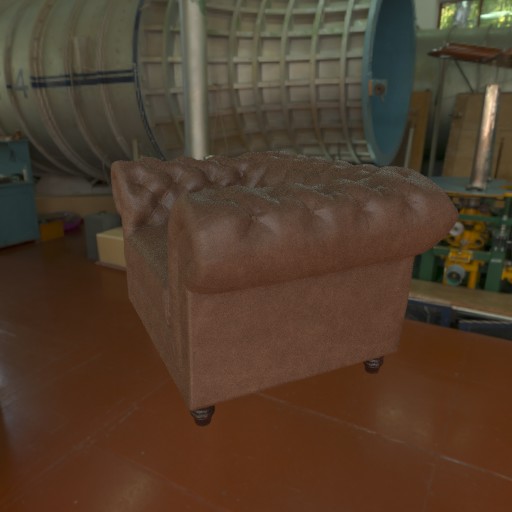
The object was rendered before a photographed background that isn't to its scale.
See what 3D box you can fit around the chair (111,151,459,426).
[{"bbox_3d":[0.000,0.000,1.838,0.954,0.784,1.298,-8,19,-25],"label":"chair"}]
